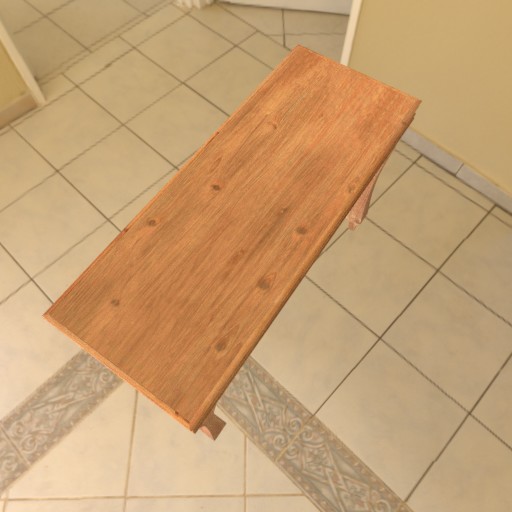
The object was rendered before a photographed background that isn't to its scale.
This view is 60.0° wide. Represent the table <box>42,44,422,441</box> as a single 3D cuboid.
[{"bbox_3d":[0.000,0.000,1.785,0.522,0.873,1.330,32,68,15],"label":"table"}]
